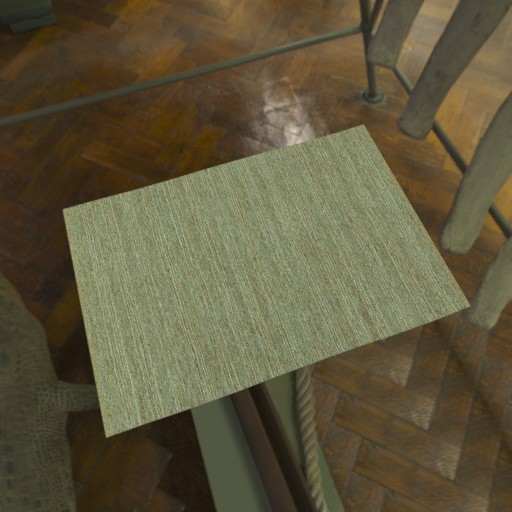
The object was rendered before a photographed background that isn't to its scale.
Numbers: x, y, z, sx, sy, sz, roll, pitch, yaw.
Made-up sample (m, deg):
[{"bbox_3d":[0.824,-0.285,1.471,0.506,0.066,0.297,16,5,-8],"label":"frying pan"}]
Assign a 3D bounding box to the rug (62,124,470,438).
[{"bbox_3d":[0.000,0.000,2.318,1.824,0.010,1.240,-18,66,-8],"label":"rug"}]
